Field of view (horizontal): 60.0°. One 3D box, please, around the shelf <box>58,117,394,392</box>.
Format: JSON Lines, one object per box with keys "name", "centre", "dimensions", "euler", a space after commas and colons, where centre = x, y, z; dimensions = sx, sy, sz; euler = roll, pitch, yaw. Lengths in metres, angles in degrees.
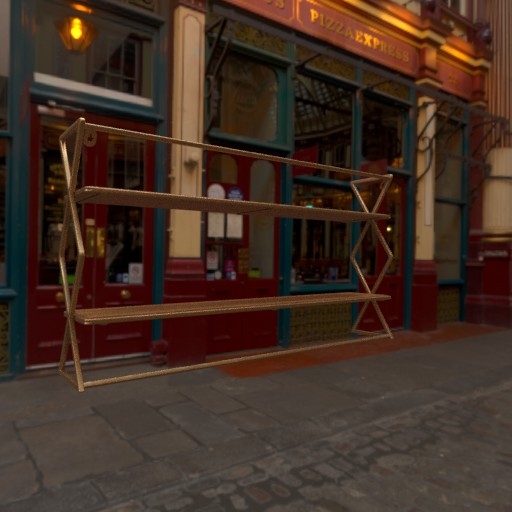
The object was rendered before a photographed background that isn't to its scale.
{"name": "shelf", "centre": [0.000, 0.000, 1.025], "dimensions": [0.822, 0.450, 0.150], "euler": [0, -1, -36]}
